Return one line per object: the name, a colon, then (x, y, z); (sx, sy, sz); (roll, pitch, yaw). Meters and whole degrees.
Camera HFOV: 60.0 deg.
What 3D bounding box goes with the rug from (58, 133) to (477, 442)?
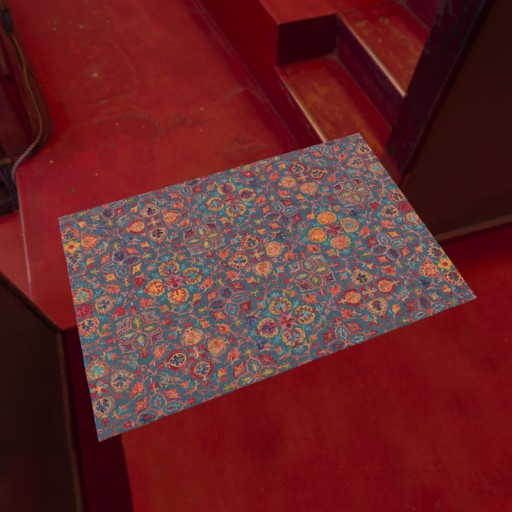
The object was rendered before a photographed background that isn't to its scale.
rug: (0.000, 0.000, 2.278); (1.836, 0.014, 1.216); (-18, 60, -11)
